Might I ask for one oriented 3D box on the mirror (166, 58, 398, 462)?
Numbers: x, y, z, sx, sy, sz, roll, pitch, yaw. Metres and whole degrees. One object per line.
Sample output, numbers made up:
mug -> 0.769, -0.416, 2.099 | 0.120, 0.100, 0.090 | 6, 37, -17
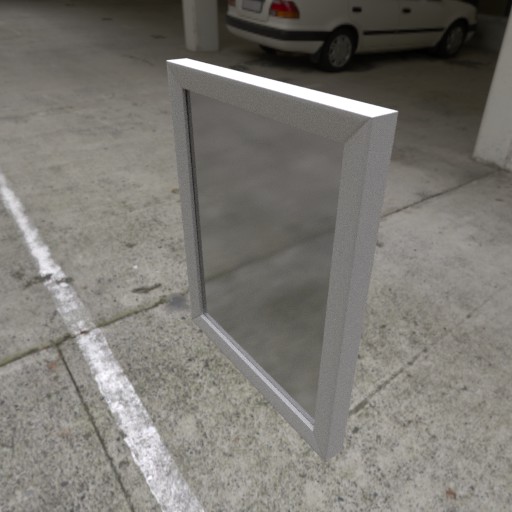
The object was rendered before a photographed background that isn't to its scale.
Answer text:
mirror -> 0.000, 0.000, 0.675 | 0.041, 0.508, 0.405 | -21, 38, -30
